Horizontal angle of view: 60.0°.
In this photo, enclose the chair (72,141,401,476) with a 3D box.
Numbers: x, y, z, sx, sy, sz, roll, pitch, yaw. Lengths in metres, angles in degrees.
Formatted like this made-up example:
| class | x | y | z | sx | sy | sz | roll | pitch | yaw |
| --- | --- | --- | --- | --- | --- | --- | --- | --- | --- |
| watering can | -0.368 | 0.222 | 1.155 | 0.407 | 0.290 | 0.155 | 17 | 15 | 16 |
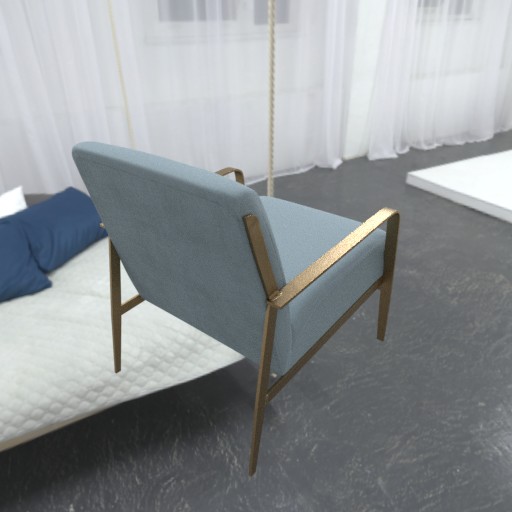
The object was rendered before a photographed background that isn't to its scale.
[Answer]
| class | x | y | z | sx | sy | sz | roll | pitch | yaw |
| --- | --- | --- | --- | --- | --- | --- | --- | --- | --- |
| chair | 0.000 | 0.000 | 1.468 | 0.701 | 0.824 | 0.842 | 22 | 35 | 34 |
